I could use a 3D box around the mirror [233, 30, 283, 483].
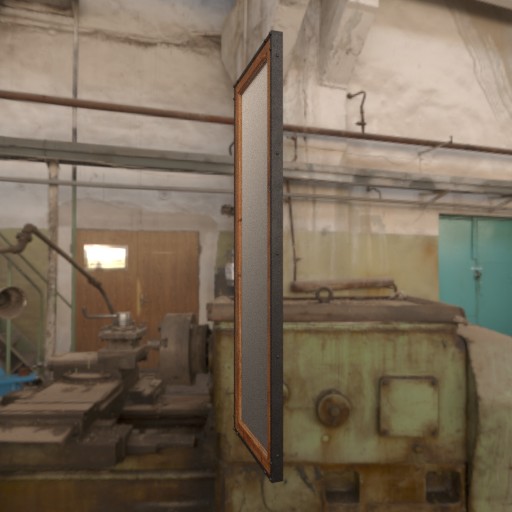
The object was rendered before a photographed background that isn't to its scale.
[{"bbox_3d":[0.000,0.000,1.221,0.042,1.080,0.354,0,-1,-18],"label":"mirror"}]
